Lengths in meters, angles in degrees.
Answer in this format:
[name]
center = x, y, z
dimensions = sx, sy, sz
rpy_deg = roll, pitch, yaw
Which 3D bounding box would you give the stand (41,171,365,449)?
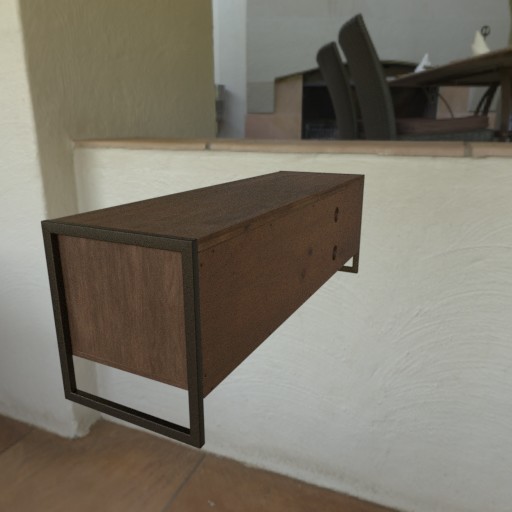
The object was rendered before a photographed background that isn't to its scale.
[stand]
center = 0.000, 0.000, 1.705
dimensions = 0.454, 0.506, 1.480
rpy_deg = 8, 18, 26
